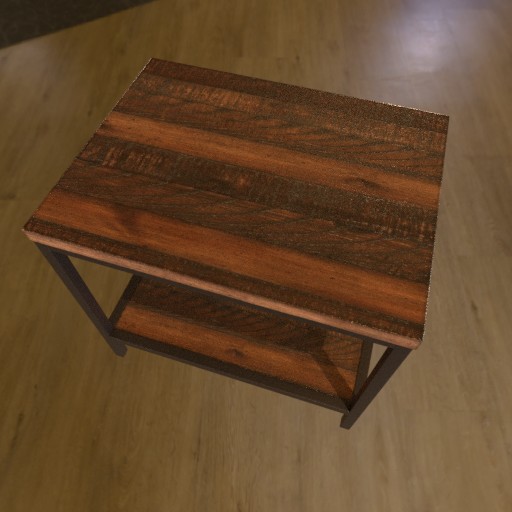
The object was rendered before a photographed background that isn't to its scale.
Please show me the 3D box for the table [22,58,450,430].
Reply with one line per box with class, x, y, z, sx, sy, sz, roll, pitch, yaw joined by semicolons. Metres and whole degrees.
table;0.000;0.000;1.095;0.678;0.612;0.524;15;58;10
